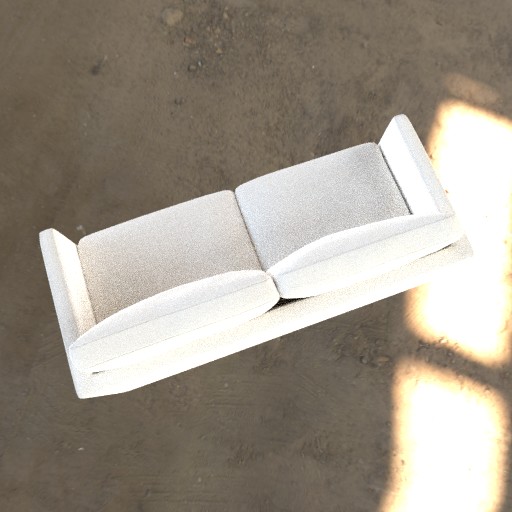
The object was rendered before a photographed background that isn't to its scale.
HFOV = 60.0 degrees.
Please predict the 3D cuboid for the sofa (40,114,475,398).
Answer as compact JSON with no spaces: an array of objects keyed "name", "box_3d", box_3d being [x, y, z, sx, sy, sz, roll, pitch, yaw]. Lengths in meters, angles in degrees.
[{"name":"sofa","box_3d":[0.000,0.000,2.559,2.139,0.933,0.924,-19,76,-5]}]
